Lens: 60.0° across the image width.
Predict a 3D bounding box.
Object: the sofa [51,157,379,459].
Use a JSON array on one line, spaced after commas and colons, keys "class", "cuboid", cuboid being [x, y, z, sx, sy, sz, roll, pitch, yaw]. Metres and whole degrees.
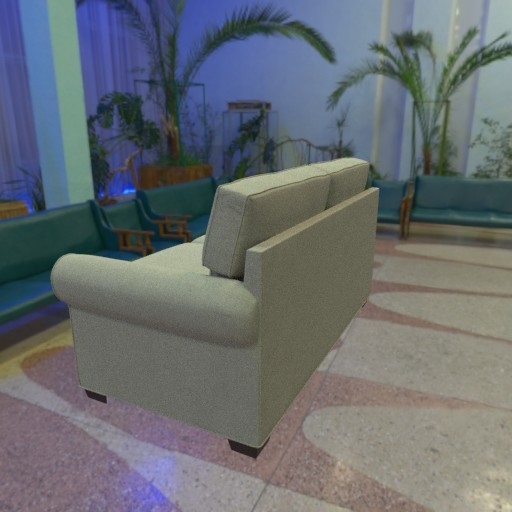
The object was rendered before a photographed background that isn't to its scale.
[{"class": "sofa", "cuboid": [0.000, 0.000, 2.246, 0.861, 0.933, 1.774, 8, 18, 26]}]
